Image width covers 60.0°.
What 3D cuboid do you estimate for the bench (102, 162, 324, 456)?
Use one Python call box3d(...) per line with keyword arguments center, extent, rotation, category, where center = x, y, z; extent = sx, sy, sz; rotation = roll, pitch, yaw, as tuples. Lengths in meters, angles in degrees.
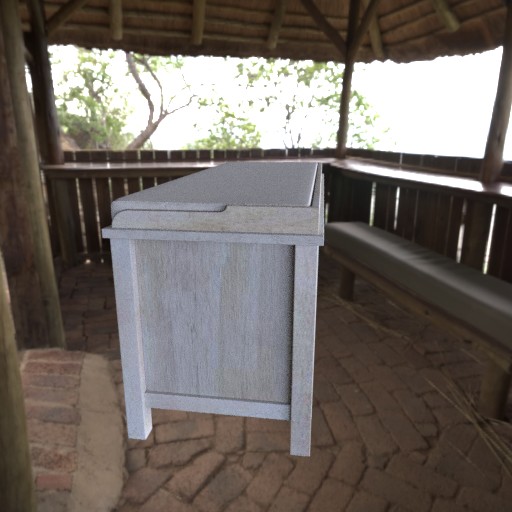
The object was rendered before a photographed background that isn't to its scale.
box3d(center=(0.000, 0.000, 1.372), extent=(0.398, 0.501, 1.140), rotation=(2, 16, 8), category="bench")
